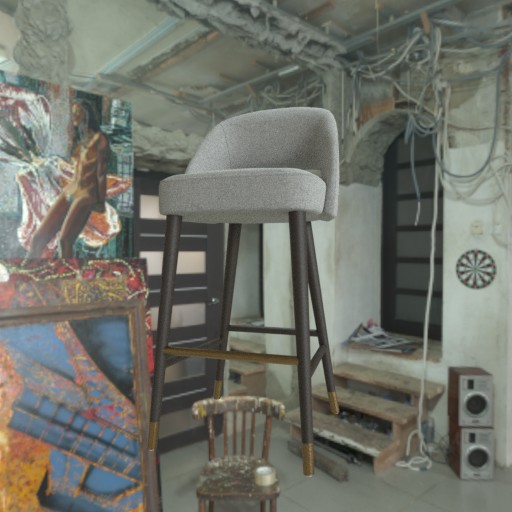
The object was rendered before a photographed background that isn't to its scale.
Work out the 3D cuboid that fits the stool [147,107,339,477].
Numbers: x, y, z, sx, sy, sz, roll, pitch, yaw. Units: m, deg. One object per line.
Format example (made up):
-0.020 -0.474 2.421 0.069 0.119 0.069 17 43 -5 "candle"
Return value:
0.000 0.000 1.347 0.494 1.037 0.509 0 1 19 "stool"
